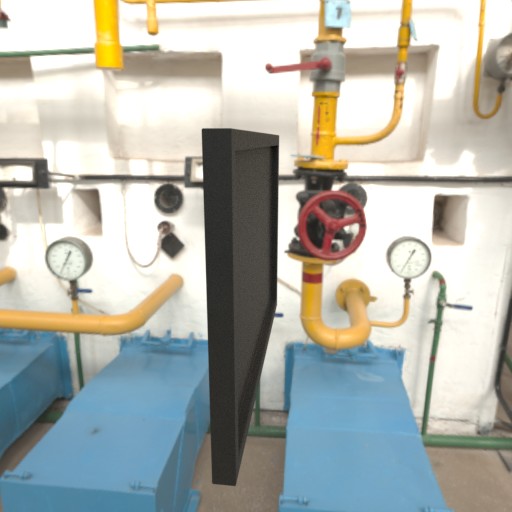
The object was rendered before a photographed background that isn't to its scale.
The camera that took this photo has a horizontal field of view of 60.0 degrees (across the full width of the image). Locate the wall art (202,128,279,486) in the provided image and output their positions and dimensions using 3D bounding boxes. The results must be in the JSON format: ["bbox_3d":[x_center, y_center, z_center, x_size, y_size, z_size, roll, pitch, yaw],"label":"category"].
[{"bbox_3d":[0.000,0.000,0.564,0.021,0.301,0.443,2,15,7],"label":"wall art"}]
